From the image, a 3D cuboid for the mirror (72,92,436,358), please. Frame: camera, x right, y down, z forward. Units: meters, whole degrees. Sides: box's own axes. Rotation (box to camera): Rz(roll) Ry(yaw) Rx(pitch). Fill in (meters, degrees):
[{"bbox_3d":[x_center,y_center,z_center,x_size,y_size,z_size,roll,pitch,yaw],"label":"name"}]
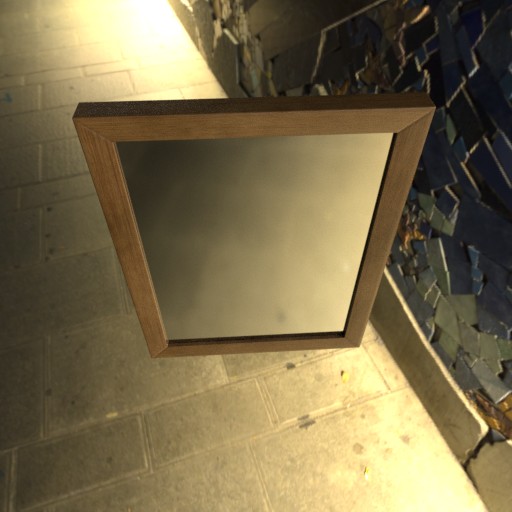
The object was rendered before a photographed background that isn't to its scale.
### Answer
[{"bbox_3d":[0.000,0.000,0.691,0.405,0.508,0.041,-3,47,-2],"label":"mirror"}]
